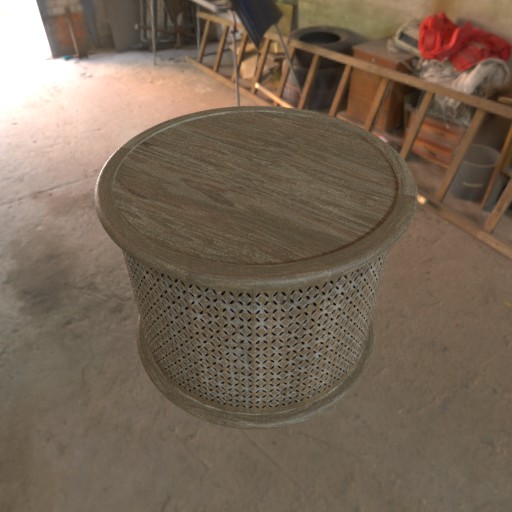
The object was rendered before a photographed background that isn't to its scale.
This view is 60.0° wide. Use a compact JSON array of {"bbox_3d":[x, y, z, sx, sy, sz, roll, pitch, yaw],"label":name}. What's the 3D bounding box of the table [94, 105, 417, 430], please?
[{"bbox_3d":[0.000,0.000,1.006,0.607,0.450,0.607,0,42,0],"label":"table"}]
